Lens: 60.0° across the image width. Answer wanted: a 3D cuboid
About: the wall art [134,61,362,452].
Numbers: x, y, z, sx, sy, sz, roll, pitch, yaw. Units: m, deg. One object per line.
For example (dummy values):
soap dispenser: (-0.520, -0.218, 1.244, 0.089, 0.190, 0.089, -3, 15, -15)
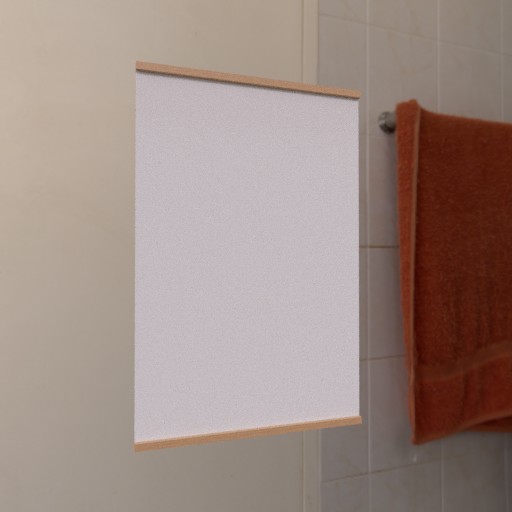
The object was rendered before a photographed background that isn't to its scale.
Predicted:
wall art: (0.000, 0.000, 0.635, 0.335, 0.510, 0.013, 0, -1, -18)
